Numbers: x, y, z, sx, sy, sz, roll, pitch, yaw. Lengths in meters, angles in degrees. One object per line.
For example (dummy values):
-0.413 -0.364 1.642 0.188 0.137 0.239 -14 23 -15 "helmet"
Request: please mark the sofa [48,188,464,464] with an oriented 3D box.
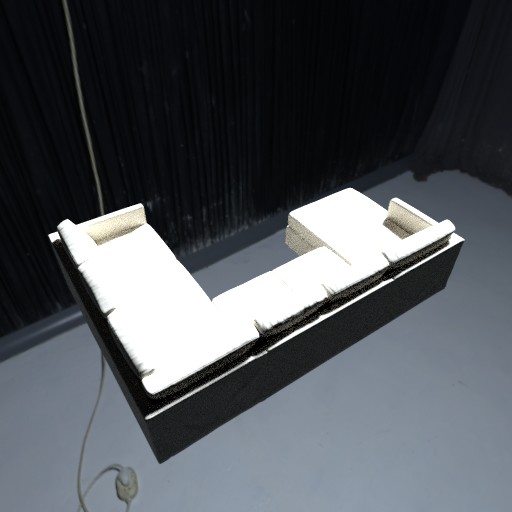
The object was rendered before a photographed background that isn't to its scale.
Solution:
0.000 0.000 4.616 3.464 0.882 2.448 -25 47 -25 "sofa"
